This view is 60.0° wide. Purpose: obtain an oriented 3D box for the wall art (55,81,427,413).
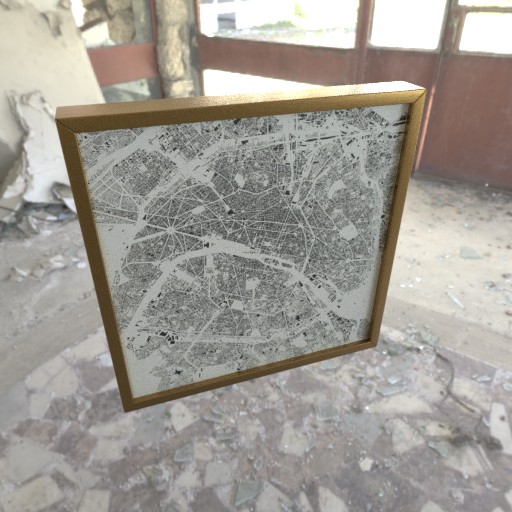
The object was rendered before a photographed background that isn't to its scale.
[{"bbox_3d":[0.000,0.000,0.441,0.305,0.305,0.037,-10,33,-16],"label":"wall art"}]
